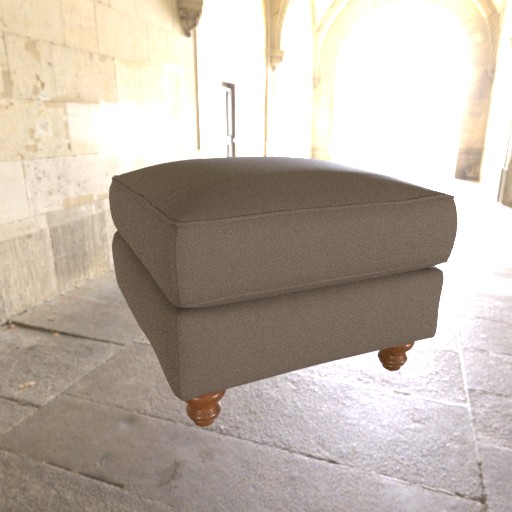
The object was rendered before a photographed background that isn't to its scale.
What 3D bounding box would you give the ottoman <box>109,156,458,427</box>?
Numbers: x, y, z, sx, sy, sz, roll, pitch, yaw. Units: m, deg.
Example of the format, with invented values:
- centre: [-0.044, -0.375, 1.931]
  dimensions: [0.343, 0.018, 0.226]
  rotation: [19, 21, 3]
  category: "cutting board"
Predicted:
- centre: [0.000, 0.000, 1.161]
  dimensions: [0.662, 0.505, 0.721]
  rotation: [-8, 18, -24]
  category: "ottoman"
